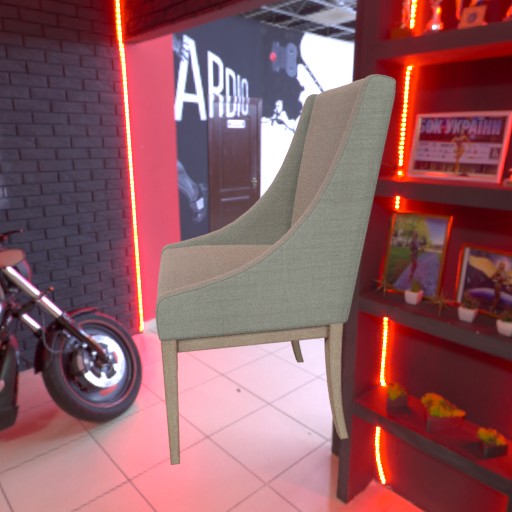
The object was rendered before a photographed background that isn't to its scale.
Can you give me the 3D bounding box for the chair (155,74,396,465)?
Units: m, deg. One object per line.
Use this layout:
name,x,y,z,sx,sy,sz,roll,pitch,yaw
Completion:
chair,0.000,0.000,1.398,0.611,1.021,0.575,-3,15,-10
